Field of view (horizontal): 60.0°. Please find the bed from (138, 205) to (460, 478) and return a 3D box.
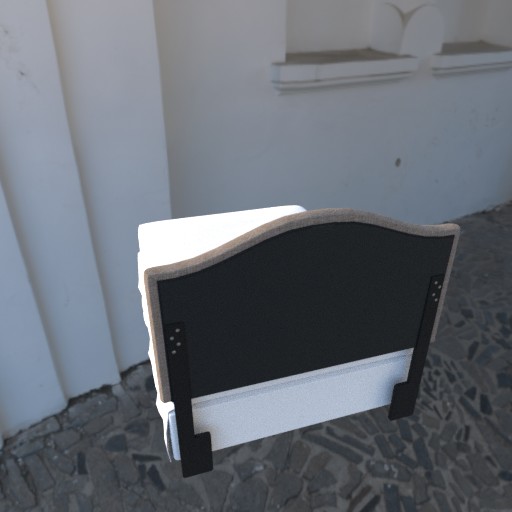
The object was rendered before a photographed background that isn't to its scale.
[{"bbox_3d":[0.000,0.000,3.264,1.713,1.518,2.153,-9,29,-15],"label":"bed"}]
